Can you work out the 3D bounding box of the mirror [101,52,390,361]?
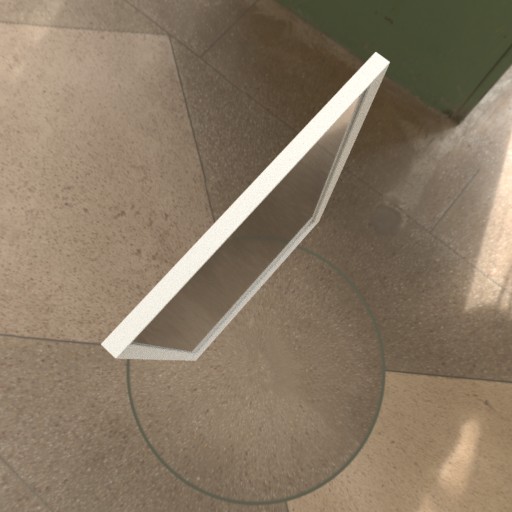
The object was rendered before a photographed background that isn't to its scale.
[{"bbox_3d":[0.000,0.000,1.309,0.041,1.016,0.762,40,80,9],"label":"mirror"}]
